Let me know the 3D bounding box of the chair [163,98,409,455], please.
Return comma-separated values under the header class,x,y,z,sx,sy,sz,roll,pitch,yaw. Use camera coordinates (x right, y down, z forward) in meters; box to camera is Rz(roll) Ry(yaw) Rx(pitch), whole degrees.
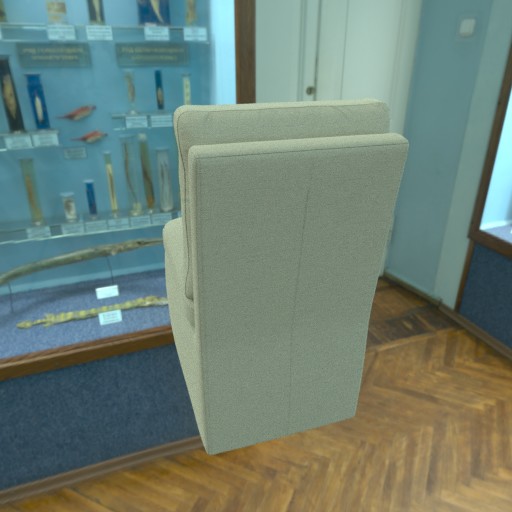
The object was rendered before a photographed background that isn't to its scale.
class,x,y,z,sx,sy,sz,roll,pitch,yaw
chair,0.000,0.000,1.342,0.503,0.927,0.698,-8,26,-16
